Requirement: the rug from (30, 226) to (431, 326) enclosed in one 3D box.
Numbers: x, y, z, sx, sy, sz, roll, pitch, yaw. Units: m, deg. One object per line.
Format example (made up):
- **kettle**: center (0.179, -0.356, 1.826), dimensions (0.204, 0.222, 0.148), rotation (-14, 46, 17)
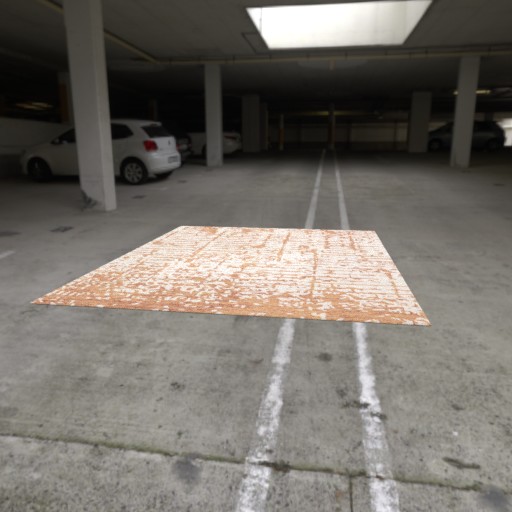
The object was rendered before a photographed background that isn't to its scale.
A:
- **rug**: center (0.000, 0.000, 4.099), dimensions (2.441, 0.011, 3.050), rotation (2, 13, 9)
